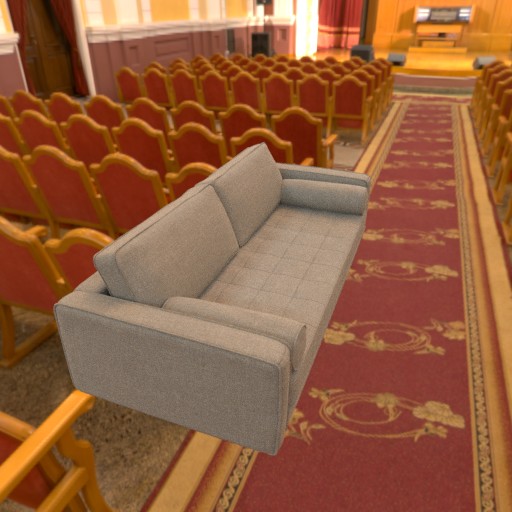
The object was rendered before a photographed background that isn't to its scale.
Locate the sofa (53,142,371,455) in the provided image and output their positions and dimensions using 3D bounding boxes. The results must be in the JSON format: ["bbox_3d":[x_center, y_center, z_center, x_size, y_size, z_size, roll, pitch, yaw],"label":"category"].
[{"bbox_3d":[0.000,0.000,2.318,0.914,0.762,1.879,11,31,18],"label":"sofa"}]
